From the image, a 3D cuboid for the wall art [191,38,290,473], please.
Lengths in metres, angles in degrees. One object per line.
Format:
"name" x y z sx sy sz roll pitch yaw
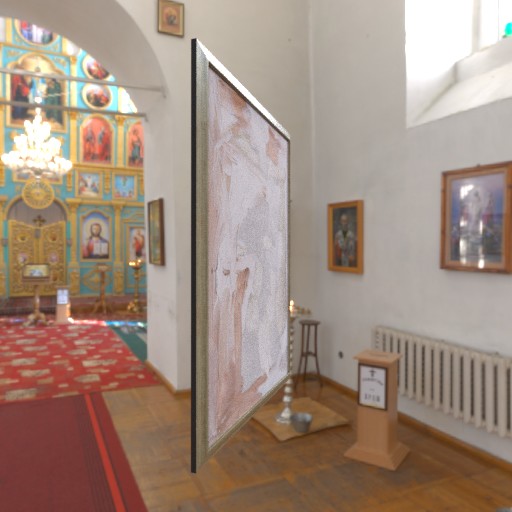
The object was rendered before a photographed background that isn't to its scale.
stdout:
"wall art" 0.000 0.000 0.936 0.018 0.660 0.559 0 0 19
